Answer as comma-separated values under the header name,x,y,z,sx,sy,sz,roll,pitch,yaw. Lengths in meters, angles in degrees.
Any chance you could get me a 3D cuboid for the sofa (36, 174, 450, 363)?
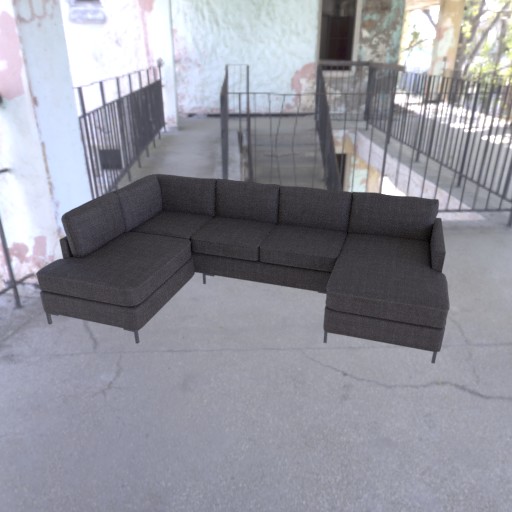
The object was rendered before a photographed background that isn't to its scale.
name,x,y,z,sx,sy,sz,roll,pitch,yaw
sofa,0.000,0.000,4.263,3.423,0.999,2.048,8,26,17
